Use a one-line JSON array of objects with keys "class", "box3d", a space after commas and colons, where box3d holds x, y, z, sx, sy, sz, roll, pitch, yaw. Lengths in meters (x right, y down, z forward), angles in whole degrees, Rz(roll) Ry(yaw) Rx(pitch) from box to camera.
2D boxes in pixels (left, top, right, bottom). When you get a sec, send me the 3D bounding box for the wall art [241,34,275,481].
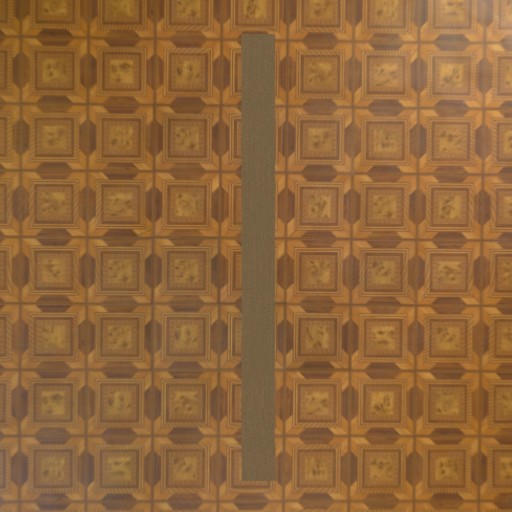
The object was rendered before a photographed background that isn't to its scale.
[{"class": "wall art", "box3d": [0.000, 0.000, 0.757, 0.038, 0.506, 0.508, 0, 91, -1]}]
